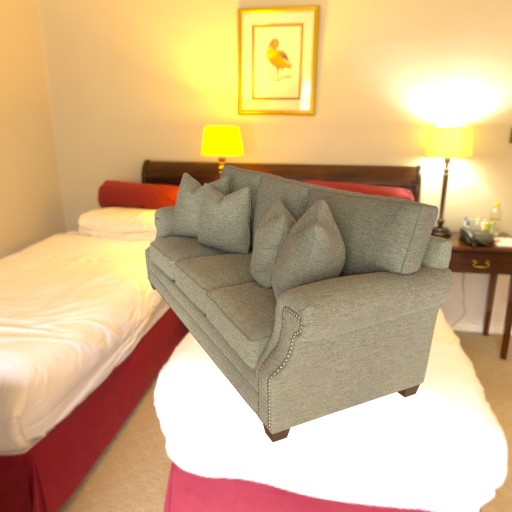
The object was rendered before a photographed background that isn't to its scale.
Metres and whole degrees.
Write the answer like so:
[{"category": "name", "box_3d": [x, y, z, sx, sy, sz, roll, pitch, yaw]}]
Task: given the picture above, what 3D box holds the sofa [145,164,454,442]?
[{"category": "sofa", "box_3d": [0.000, 0.000, 2.816, 0.965, 0.975, 2.312, -8, 18, -25]}]
